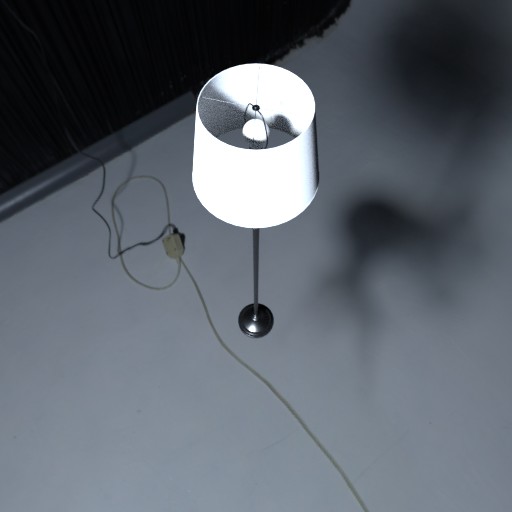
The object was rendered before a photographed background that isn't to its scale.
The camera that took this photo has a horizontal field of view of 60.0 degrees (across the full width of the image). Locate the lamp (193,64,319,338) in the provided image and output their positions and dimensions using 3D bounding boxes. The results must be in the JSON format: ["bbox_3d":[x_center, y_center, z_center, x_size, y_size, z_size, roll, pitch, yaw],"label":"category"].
[{"bbox_3d":[0.000,0.000,1.807,0.379,1.623,0.379,0,63,0],"label":"lamp"}]
